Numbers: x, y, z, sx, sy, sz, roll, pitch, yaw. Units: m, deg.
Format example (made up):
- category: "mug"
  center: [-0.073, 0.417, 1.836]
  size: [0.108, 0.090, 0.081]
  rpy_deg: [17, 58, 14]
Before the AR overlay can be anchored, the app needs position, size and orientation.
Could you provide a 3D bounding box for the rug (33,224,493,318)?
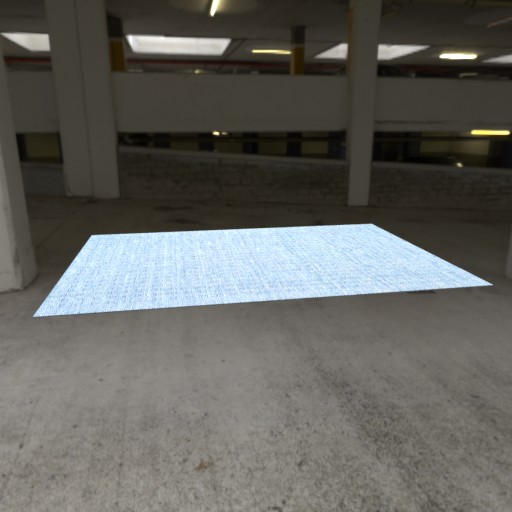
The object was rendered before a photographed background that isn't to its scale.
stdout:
- category: "rug"
  center: [0.000, 0.000, 2.879]
  size: [2.286, 0.006, 1.522]
  rpy_deg: [-3, 17, -10]
